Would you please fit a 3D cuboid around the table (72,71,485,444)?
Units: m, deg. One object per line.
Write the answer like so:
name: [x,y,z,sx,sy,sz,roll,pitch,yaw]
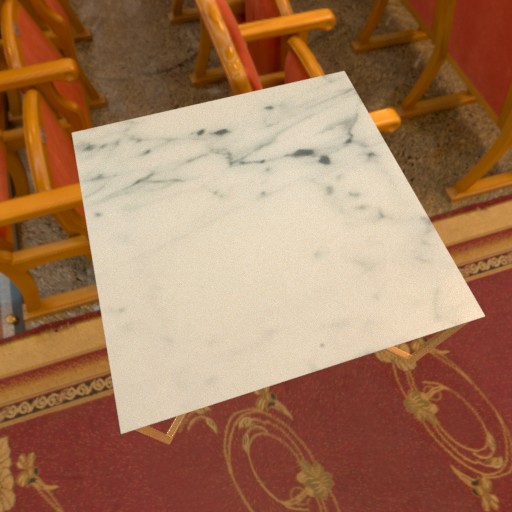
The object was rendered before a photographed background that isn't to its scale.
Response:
table: [0.000,0.000,1.287,0.800,0.450,0.800,-16,64,-8]
